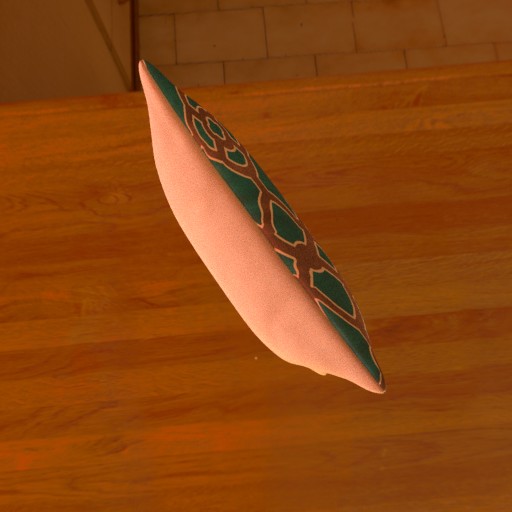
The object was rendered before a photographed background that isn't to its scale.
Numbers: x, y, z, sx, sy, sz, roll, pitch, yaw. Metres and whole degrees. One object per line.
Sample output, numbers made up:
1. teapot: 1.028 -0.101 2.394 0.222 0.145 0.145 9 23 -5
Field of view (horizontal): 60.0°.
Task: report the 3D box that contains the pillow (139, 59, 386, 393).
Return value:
1. pillow: 0.000 0.000 0.792 0.166 0.507 0.526 -34 79 -7
